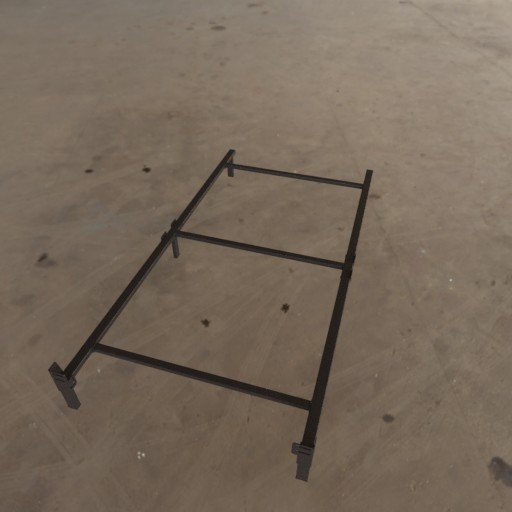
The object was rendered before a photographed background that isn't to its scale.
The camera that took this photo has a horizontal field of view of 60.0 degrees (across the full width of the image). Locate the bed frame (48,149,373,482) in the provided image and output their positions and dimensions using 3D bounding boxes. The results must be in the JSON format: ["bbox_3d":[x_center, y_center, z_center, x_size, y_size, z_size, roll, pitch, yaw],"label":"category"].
[{"bbox_3d":[0.000,0.000,2.233,0.968,0.248,1.897,11,42,13],"label":"bed frame"}]
